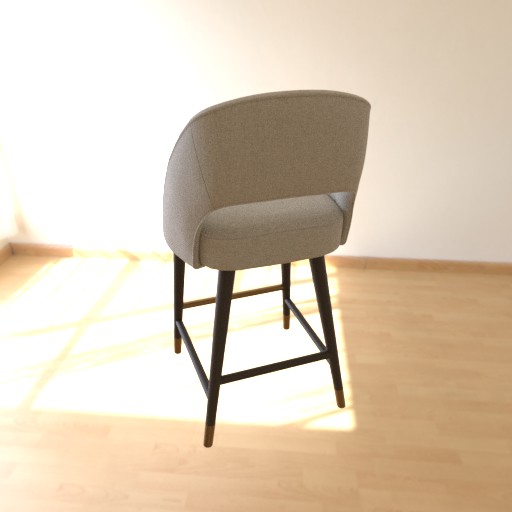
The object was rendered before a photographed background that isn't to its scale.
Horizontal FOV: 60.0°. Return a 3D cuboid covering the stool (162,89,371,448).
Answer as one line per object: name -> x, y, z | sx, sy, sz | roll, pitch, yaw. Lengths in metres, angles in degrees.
stool -> 0.000, 0.000, 1.261 | 0.494, 0.940, 0.509 | -9, 28, -18
